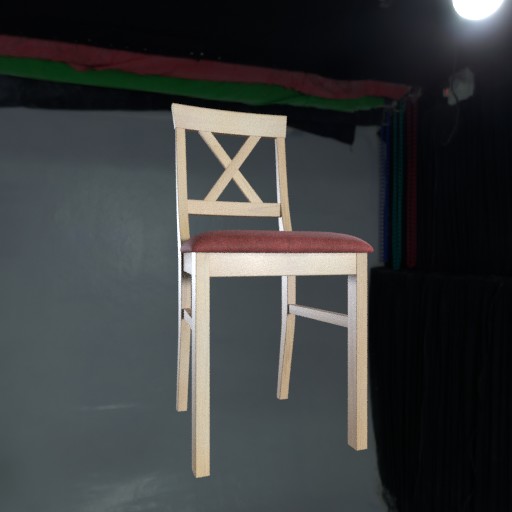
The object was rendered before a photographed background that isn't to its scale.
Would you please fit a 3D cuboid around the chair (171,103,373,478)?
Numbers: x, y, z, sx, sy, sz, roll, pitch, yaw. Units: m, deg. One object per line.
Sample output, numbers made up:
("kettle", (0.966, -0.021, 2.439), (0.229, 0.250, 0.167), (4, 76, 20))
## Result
("chair", (0.000, 0.000, 1.184), (0.439, 0.912, 0.492), (0, 0, -19))
